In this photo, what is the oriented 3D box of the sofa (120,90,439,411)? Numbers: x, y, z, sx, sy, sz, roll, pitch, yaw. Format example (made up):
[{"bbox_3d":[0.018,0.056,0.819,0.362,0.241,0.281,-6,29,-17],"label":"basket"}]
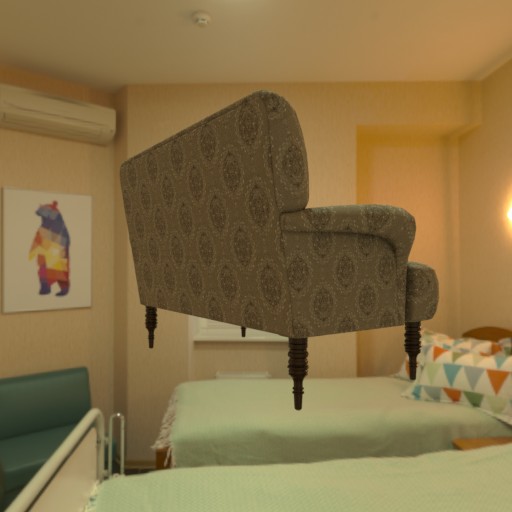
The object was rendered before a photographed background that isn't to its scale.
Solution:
[{"bbox_3d":[0.000,0.000,1.847,0.779,0.889,1.297,0,-1,-36],"label":"sofa"}]
